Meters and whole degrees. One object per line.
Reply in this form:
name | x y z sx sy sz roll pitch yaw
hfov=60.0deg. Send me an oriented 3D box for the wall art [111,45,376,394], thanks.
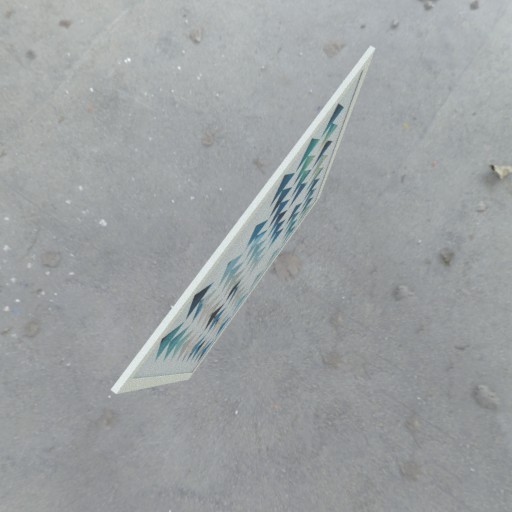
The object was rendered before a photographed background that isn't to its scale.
wall art | 0.000 0.000 1.199 0.012 0.809 0.809 35 79 8
